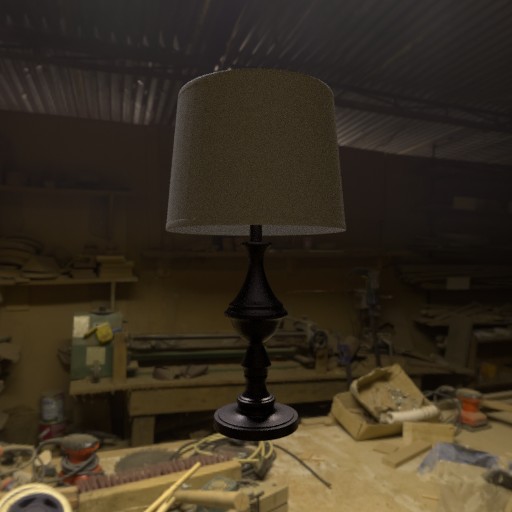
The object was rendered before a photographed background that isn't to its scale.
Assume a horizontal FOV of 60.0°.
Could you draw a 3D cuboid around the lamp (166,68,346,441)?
[{"bbox_3d":[0.000,0.000,0.960,0.383,0.726,0.383,0,0,0],"label":"lamp"}]
